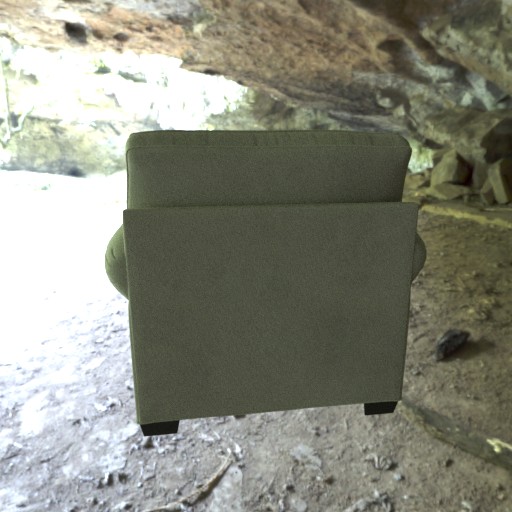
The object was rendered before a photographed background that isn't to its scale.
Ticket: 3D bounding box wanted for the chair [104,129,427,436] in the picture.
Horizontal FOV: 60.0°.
[{"bbox_3d":[0.000,0.000,1.912,1.147,1.044,0.939,-2,16,-8],"label":"chair"}]
